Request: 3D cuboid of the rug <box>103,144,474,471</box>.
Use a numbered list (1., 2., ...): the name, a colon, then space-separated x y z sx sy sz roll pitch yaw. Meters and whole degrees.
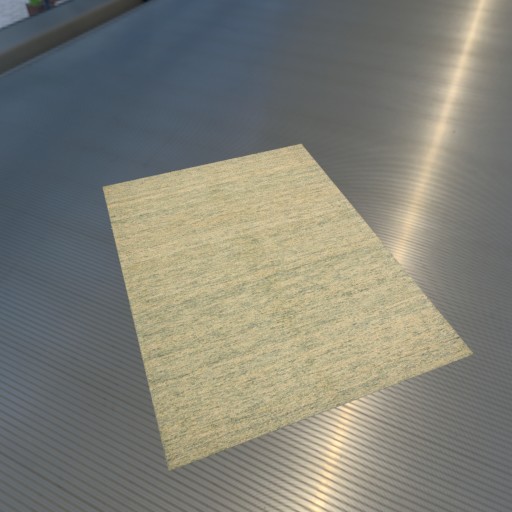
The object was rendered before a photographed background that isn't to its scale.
1. rug: 0.000 0.000 4.206 2.437 0.014 3.201 -15 48 -14
